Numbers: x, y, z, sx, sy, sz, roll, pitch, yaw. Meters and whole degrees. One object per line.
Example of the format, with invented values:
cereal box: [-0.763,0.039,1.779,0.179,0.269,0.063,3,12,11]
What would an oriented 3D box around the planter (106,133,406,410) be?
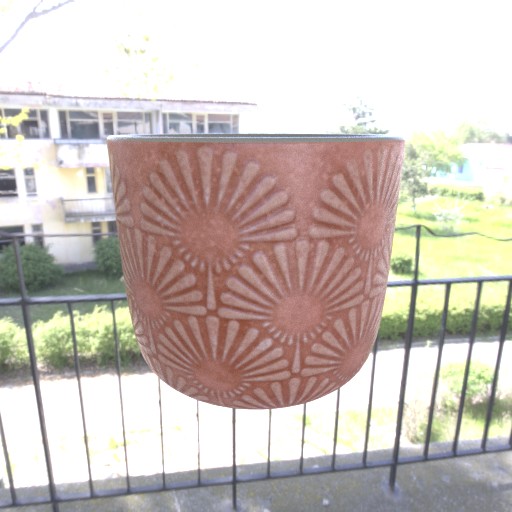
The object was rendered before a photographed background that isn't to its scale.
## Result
planter: [0.000,0.000,0.207,0.124,0.109,0.124,0,16,0]
